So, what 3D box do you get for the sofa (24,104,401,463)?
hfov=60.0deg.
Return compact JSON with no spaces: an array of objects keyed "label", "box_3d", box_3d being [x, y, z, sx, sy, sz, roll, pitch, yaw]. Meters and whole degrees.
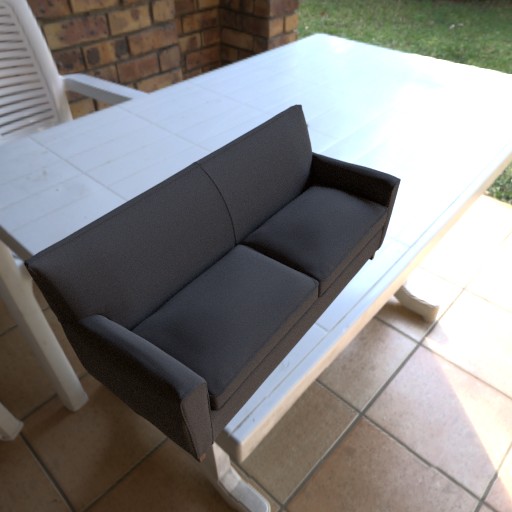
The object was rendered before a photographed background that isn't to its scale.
[{"label":"sofa","box_3d":[0.000,0.000,2.465,0.843,0.907,2.002,26,47,27]}]
